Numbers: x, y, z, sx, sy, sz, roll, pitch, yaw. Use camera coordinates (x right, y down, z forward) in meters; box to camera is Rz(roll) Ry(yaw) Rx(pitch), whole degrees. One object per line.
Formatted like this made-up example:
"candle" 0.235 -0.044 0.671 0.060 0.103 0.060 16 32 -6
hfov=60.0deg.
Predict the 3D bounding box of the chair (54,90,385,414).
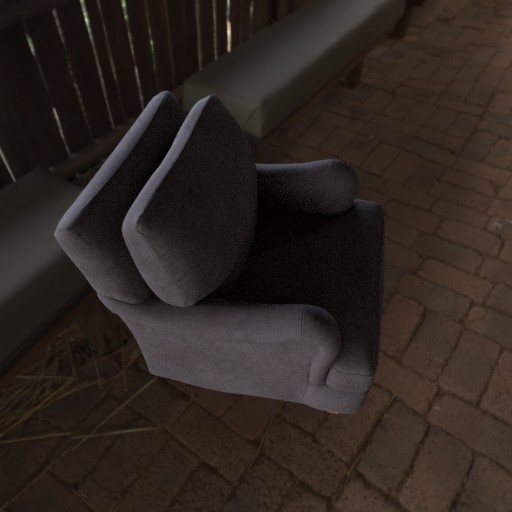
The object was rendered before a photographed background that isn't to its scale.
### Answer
"chair" 0.000 0.000 1.851 1.070 0.997 0.955 9 49 8
